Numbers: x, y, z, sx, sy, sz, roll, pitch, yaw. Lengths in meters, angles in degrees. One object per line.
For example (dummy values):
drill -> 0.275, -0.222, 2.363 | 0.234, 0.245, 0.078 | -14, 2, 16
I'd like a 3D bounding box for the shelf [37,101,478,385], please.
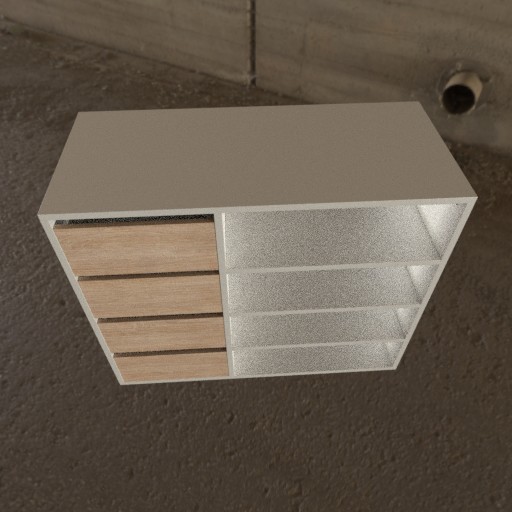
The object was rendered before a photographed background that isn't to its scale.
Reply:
shelf -> 0.000, 0.000, 1.301 | 0.895, 0.732, 0.396 | -3, 48, -2
